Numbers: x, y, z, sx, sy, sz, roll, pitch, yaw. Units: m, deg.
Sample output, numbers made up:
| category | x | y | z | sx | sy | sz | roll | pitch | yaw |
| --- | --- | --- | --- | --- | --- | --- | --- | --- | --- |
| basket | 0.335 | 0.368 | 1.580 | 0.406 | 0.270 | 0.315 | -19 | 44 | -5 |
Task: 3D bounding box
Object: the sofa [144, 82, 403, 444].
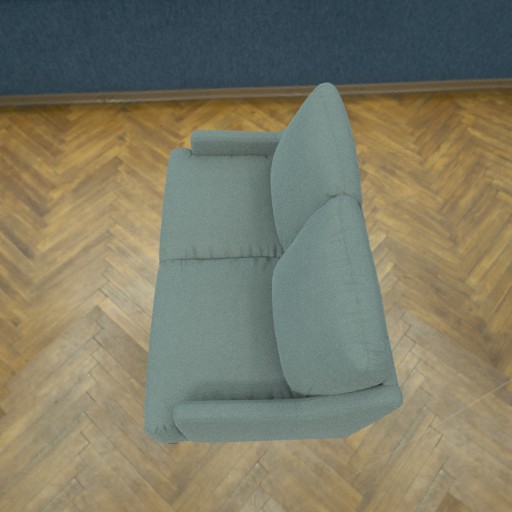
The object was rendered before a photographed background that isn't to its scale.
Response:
| category | x | y | z | sx | sy | sz | roll | pitch | yaw |
| --- | --- | --- | --- | --- | --- | --- | --- | --- | --- |
| sofa | 0.000 | 0.000 | 2.142 | 0.987 | 0.921 | 1.589 | -2 | 58 | -1 |
